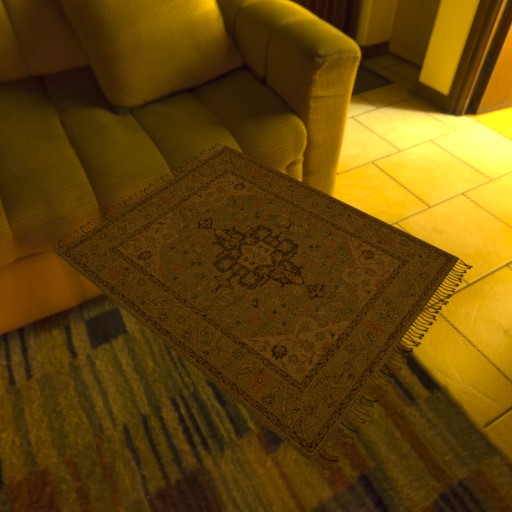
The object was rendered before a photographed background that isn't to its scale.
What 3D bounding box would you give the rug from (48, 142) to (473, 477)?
[{"bbox_3d":[0.000,0.000,3.418,2.651,0.010,1.971,31,54,26],"label":"rug"}]
